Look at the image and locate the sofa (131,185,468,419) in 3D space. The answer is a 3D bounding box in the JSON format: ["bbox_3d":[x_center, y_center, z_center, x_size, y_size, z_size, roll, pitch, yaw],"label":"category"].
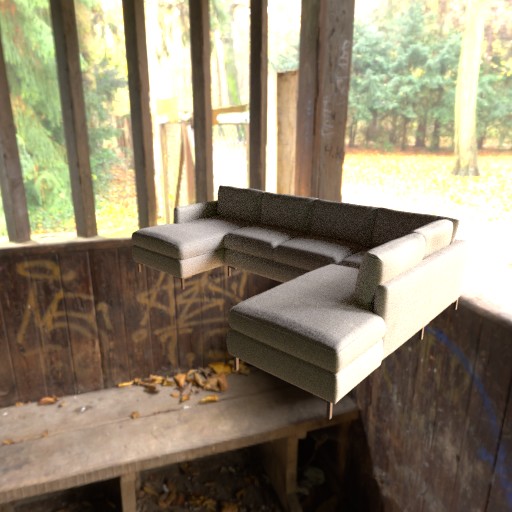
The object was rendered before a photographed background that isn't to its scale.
[{"bbox_3d":[0.000,0.000,3.611,2.737,0.756,1.879,15,23,40],"label":"sofa"}]
